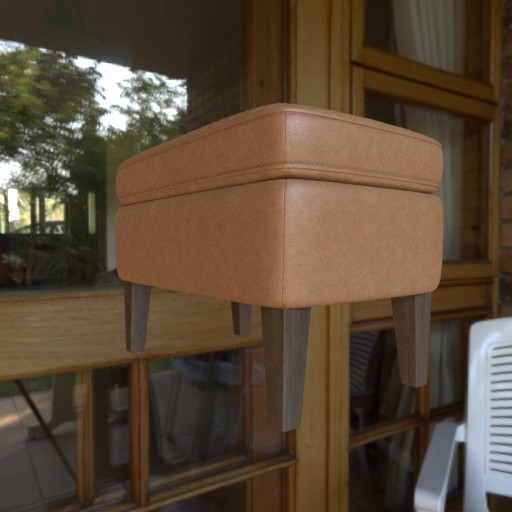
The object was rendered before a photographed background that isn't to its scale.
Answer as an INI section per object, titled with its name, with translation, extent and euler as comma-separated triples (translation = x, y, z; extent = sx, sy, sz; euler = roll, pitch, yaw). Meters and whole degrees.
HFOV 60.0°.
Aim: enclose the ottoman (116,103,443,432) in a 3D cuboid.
[ottoman]
translation = 0.000, 0.000, 0.952
extent = 0.420, 0.480, 0.670
euler = -1, 2, -37
